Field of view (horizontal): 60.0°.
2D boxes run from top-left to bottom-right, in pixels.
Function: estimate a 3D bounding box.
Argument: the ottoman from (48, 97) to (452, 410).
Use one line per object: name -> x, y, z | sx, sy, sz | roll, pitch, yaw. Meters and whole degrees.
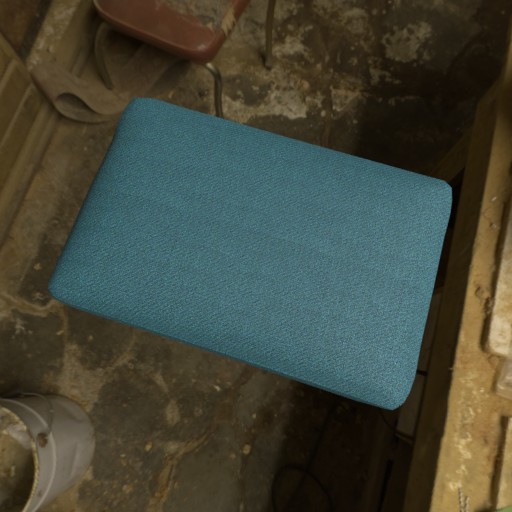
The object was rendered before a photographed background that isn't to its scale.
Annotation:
ottoman -> 0.000, 0.000, 1.197 | 0.856, 0.498, 0.563 | 17, 75, 5
